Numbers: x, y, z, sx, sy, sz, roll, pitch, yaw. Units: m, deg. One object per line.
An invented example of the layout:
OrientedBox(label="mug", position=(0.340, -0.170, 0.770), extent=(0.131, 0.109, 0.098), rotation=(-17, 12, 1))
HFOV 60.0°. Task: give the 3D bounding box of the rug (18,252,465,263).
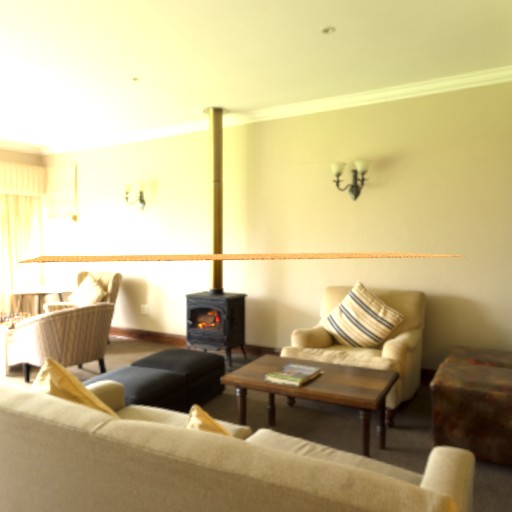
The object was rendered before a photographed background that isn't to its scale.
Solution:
OrientedBox(label="rug", position=(0.000, 0.000, 2.675), extent=(2.443, 0.009, 0.771), rotation=(-1, 2, -18))
